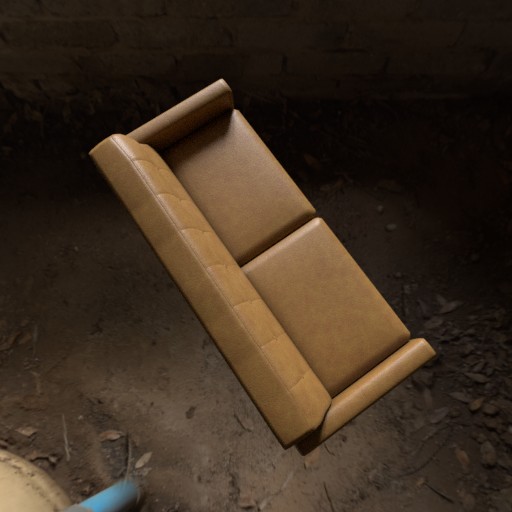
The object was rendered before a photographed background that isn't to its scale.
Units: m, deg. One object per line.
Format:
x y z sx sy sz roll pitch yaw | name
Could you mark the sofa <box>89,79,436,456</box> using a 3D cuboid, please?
0.000 0.000 2.729 0.980 0.892 2.137 -34 78 -8 | sofa
